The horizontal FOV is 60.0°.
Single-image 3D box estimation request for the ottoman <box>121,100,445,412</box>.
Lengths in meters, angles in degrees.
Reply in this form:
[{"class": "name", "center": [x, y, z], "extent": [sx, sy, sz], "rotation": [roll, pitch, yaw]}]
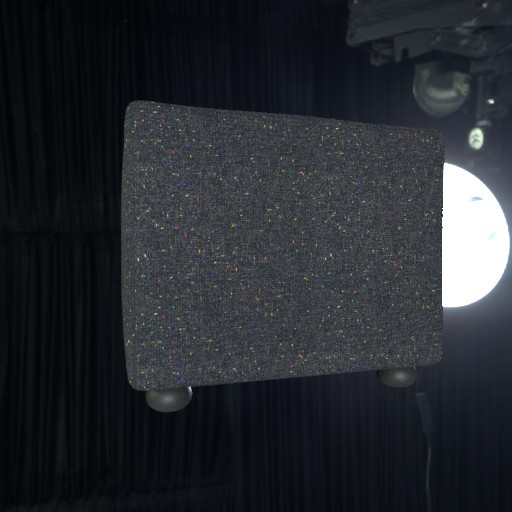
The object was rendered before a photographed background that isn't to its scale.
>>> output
[{"class": "ottoman", "center": [0.000, 0.000, 0.875], "extent": [0.508, 0.432, 0.508], "rotation": [0, 1, -17]}]
